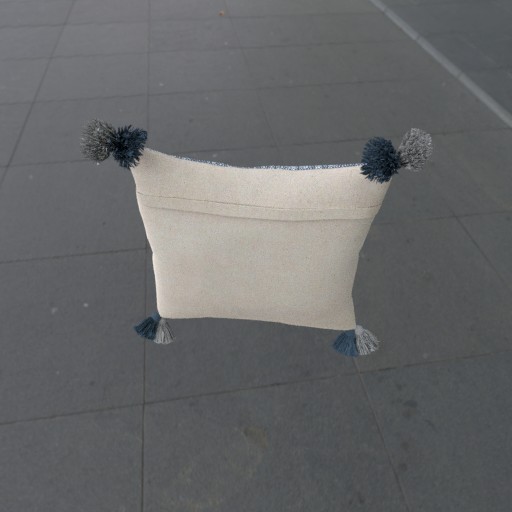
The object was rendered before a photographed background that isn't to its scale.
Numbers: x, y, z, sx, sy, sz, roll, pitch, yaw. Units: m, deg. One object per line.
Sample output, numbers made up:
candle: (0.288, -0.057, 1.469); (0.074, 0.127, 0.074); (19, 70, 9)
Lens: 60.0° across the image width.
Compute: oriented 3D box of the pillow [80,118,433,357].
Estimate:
pillow: (0.000, 0.000, 0.922); (0.614, 0.634, 0.138); (4, 46, 4)
